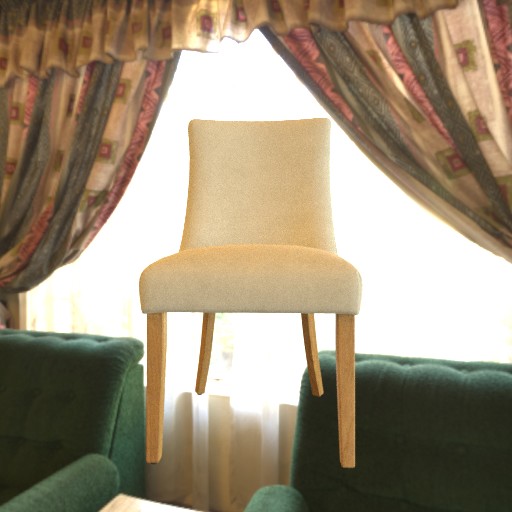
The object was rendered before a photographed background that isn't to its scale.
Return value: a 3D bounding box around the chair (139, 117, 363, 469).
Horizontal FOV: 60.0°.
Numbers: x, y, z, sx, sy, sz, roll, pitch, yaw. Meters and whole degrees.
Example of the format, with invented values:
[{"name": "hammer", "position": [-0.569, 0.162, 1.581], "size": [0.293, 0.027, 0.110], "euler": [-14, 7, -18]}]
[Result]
[{"name": "chair", "position": [0.000, 0.000, 1.234], "size": [0.495, 0.902, 0.610], "euler": [0, 1, 3]}]
